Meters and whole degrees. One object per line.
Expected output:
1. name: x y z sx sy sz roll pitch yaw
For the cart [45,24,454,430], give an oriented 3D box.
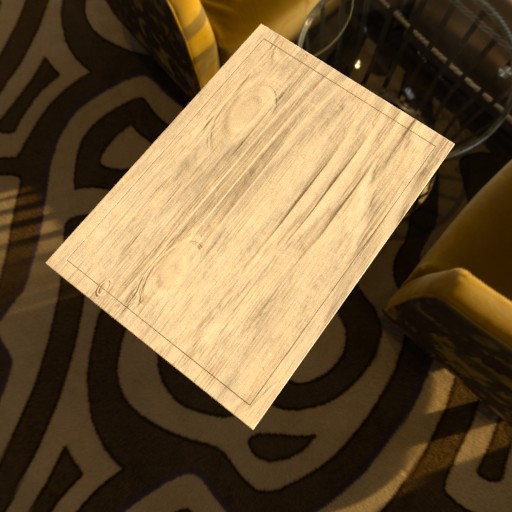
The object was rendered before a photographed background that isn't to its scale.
1. cart: 0.000 0.000 1.444 0.567 0.920 0.797 36 78 9
